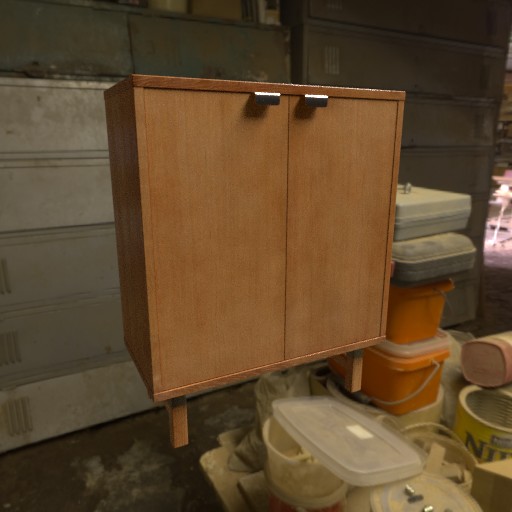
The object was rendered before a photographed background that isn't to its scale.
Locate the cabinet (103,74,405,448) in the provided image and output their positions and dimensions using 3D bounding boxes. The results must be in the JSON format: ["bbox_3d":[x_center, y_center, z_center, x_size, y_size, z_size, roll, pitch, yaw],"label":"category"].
[{"bbox_3d":[0.000,0.000,1.430,0.800,1.001,0.419,-7,16,-26],"label":"cabinet"}]
